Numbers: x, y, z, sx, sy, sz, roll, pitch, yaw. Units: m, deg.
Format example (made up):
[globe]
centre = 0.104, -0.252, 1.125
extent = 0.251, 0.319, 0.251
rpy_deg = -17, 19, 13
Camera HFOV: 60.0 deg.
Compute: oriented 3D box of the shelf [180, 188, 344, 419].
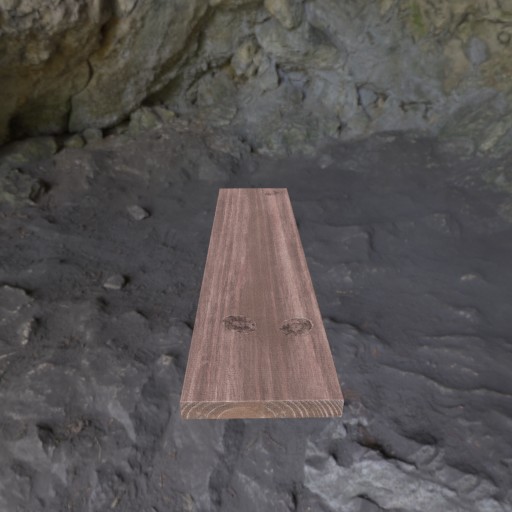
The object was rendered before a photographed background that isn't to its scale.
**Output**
[shelf]
centre = 0.000, 0.000, 0.656
extent = 0.140, 0.020, 0.610
rpy_deg = 0, 26, -1
